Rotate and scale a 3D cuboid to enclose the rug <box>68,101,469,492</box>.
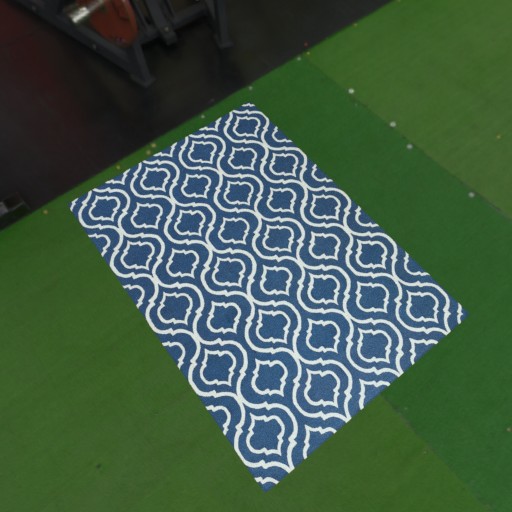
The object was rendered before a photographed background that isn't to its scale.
[{"bbox_3d":[0.000,0.000,2.769,1.524,0.010,2.134,-34,68,-16],"label":"rug"}]
